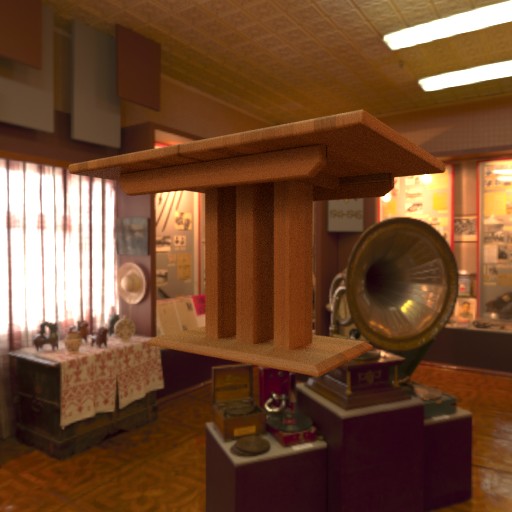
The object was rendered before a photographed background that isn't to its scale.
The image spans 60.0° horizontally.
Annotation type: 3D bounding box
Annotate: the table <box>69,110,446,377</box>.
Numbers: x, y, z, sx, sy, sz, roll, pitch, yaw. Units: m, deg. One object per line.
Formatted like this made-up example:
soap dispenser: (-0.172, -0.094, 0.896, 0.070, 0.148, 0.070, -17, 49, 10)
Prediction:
table: (0.000, 0.000, 1.860, 1.300, 0.770, 0.900, 1, 1, 35)
